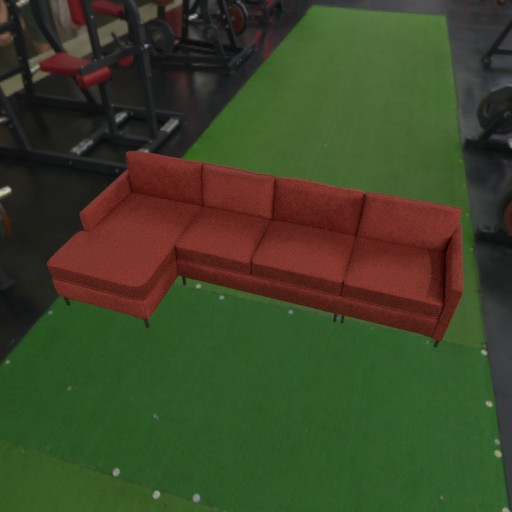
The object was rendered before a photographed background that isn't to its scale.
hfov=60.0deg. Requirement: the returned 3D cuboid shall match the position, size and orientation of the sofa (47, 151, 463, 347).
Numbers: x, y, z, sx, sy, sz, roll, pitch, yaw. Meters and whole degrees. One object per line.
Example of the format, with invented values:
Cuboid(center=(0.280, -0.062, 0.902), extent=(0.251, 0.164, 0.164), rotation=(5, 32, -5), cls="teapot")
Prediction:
Cuboid(center=(0.000, 0.000, 3.992), extent=(3.400, 0.967, 1.500), rotation=(13, 43, 14), cls="sofa")
